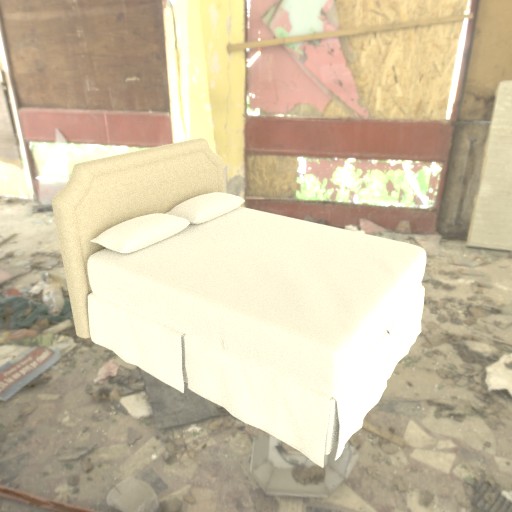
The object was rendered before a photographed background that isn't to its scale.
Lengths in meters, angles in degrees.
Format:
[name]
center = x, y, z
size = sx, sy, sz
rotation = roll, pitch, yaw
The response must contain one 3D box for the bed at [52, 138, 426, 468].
[bed]
center = 0.000, 0.000, 3.146
size = 2.116, 1.290, 1.693
rotation = 16, 29, 31
